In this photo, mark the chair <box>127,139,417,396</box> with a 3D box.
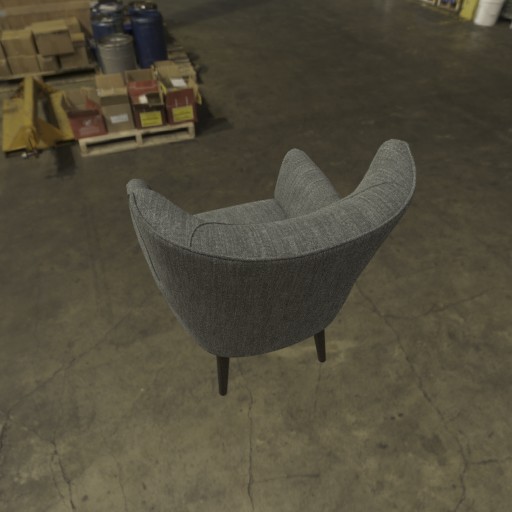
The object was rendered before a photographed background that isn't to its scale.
[{"bbox_3d":[0.000,0.000,1.581,0.781,0.933,0.888,-14,44,-15],"label":"chair"}]
